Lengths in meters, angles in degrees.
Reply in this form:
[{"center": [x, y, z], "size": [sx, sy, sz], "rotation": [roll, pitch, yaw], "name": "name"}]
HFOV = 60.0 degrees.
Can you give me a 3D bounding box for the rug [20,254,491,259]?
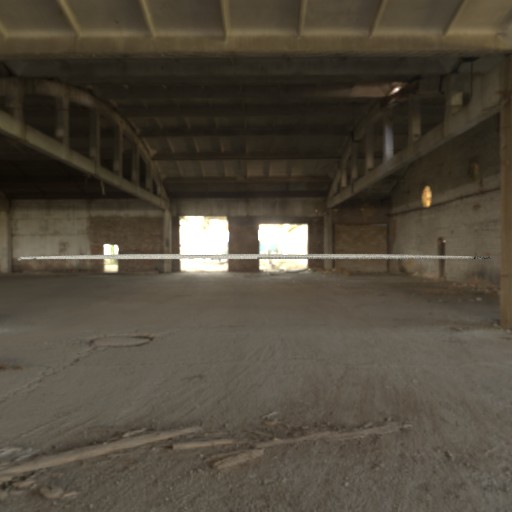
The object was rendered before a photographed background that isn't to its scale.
[{"center": [0.000, 0.000, 2.965], "size": [2.312, 0.013, 1.600], "rotation": [0, 1, 0], "name": "rug"}]
